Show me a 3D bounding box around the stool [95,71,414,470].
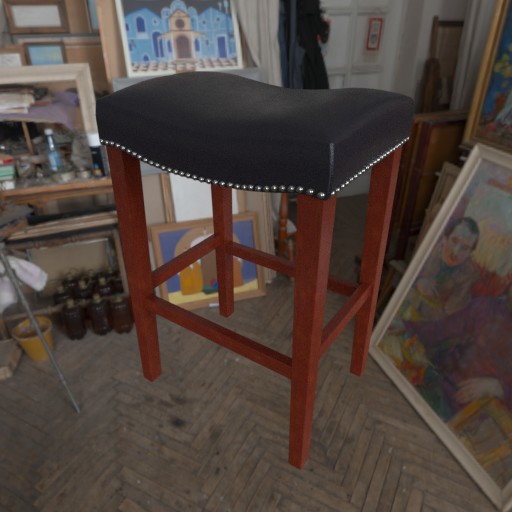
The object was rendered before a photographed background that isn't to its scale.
[{"bbox_3d":[0.000,0.000,1.012,0.504,0.742,0.372,19,36,29],"label":"stool"}]
